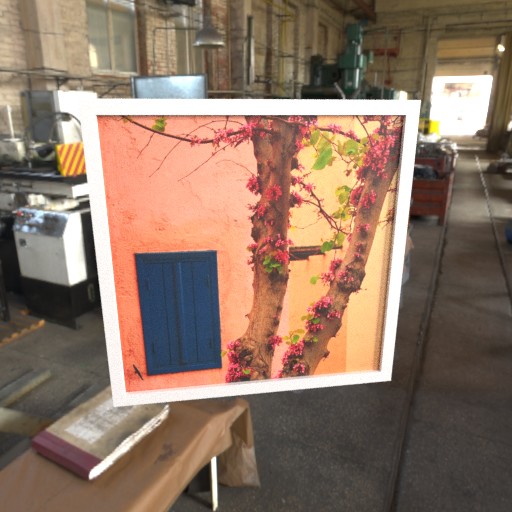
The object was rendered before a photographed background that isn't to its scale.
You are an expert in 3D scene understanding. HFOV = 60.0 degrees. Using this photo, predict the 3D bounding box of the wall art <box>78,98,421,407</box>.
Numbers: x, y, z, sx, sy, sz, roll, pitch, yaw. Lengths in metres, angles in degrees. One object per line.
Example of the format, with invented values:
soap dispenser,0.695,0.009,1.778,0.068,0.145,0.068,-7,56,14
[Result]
wall art,0.000,0.000,0.454,0.305,0.302,0.038,-3,18,-9
